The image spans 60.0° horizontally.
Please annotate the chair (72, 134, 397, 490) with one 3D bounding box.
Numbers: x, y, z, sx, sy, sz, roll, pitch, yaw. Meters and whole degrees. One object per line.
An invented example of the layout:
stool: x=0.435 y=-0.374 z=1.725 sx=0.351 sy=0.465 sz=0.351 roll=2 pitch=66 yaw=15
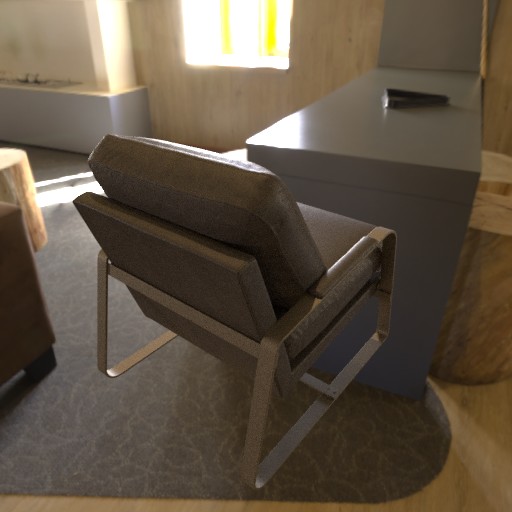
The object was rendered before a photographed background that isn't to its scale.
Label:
chair: x=0.000 y=0.000 z=1.446 sx=0.692 sy=0.839 sz=0.878 roll=22 pitch=37 yaw=33
